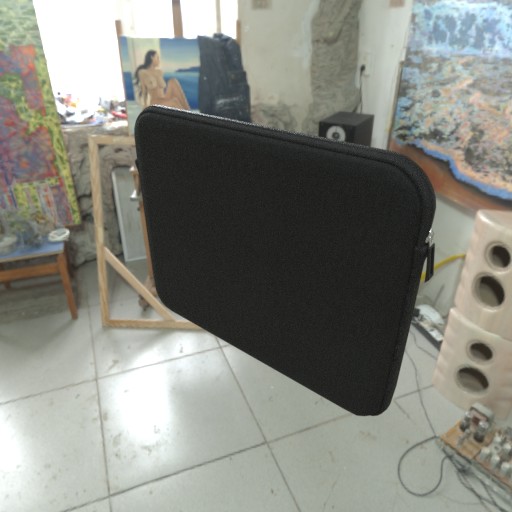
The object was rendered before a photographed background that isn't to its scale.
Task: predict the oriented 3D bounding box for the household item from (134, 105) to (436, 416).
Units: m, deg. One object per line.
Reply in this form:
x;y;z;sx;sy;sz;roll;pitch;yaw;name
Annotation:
0.000;0.000;0.522;0.396;0.305;0.030;22;37;33;household item
